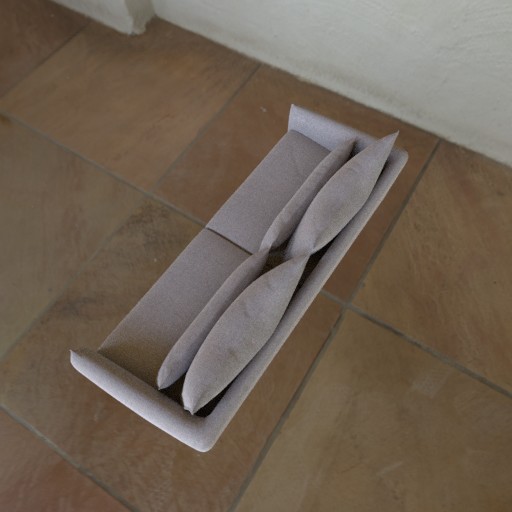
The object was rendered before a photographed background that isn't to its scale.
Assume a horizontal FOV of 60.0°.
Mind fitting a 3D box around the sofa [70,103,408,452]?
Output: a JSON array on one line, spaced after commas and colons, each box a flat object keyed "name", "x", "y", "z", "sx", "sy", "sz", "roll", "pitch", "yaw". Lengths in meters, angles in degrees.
[{"name": "sofa", "x": 0.000, "y": 0.000, "z": 2.429, "sx": 0.809, "sy": 0.833, "sz": 2.022, "roll": 32, "pitch": 68, "yaw": 15}]
